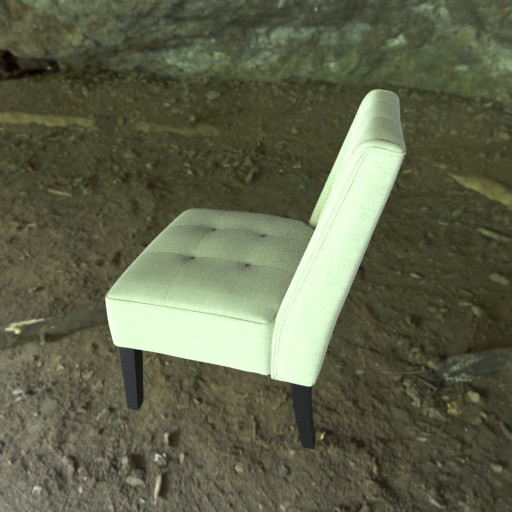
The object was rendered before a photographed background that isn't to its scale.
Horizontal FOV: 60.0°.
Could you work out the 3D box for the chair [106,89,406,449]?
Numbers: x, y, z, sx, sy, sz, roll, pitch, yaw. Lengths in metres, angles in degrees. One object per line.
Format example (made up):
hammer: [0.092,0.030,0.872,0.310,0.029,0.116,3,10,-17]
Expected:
chair: [0.000,0.000,1.268,0.676,0.853,0.569,7,31,12]
